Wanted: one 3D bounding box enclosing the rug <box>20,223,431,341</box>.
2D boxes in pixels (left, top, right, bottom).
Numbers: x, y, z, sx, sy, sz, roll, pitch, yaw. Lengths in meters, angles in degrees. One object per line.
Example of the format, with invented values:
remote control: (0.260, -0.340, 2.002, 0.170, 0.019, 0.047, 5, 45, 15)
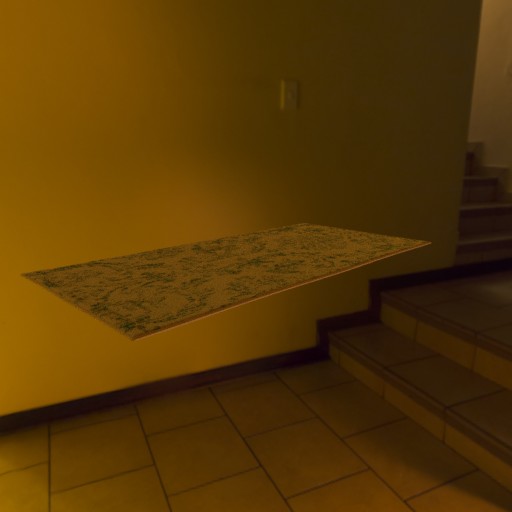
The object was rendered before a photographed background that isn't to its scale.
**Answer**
rug: (0.000, 0.000, 1.418, 1.220, 0.007, 0.605, -13, 19, -43)
